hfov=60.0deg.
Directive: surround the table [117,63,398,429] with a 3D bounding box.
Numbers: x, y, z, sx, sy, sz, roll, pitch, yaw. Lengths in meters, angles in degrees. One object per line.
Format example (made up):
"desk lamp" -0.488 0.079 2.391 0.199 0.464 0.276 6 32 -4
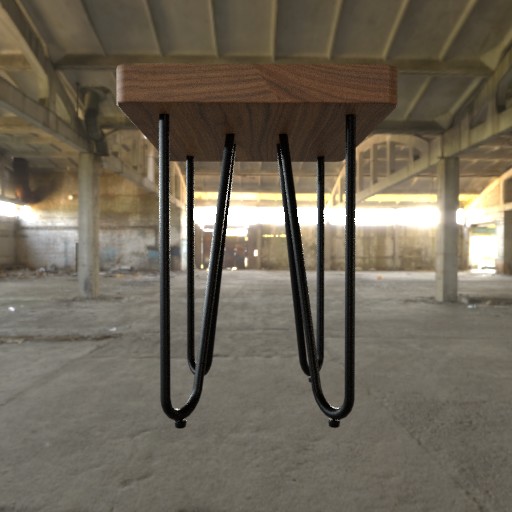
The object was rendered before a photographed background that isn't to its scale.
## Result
"table" 0.000 0.000 0.976 0.479 0.641 0.480 0 0 -1
